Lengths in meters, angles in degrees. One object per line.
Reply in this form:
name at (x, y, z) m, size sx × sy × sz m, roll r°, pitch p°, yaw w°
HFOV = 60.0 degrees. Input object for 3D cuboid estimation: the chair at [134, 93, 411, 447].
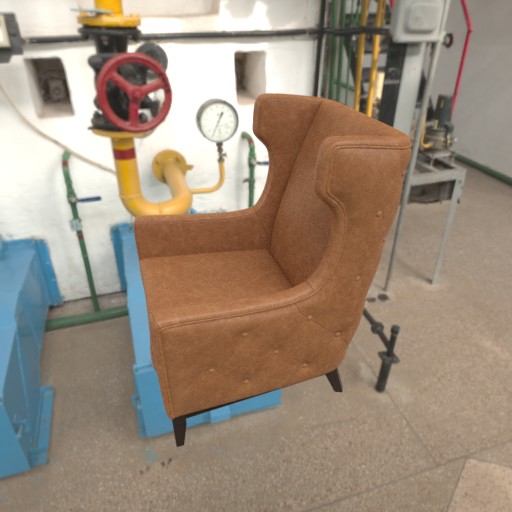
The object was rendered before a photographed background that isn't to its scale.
chair at (0.000, 0.000, 1.727) m, size 0.899 × 1.079 × 0.766 m, roll -9°, pitch 32°, yaw -15°
